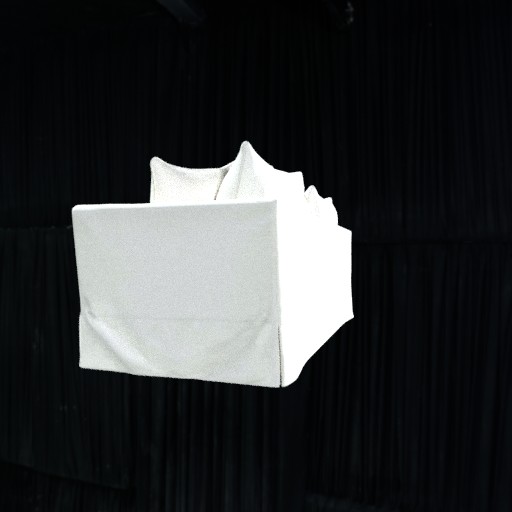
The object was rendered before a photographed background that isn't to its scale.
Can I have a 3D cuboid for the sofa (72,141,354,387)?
[{"bbox_3d":[0.000,0.000,2.916,1.031,1.034,2.290,0,0,19],"label":"sofa"}]
